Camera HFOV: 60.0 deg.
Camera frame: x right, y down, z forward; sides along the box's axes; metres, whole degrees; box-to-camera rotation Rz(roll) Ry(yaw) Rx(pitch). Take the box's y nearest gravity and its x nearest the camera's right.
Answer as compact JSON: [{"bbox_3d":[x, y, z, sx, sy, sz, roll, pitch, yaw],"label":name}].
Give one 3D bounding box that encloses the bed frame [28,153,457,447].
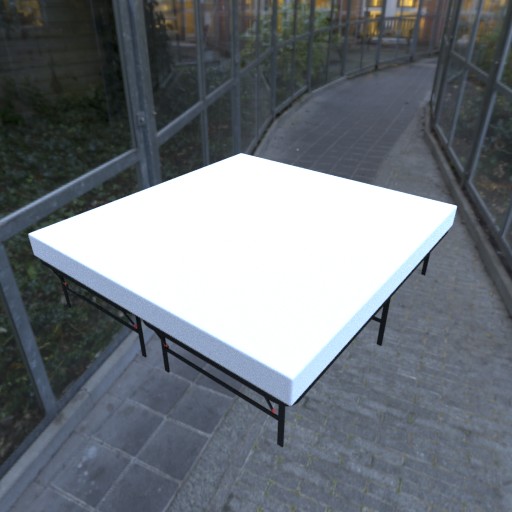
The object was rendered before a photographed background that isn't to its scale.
[{"bbox_3d":[0.000,0.000,3.010,1.930,0.559,2.032,21,37,32],"label":"bed frame"}]
